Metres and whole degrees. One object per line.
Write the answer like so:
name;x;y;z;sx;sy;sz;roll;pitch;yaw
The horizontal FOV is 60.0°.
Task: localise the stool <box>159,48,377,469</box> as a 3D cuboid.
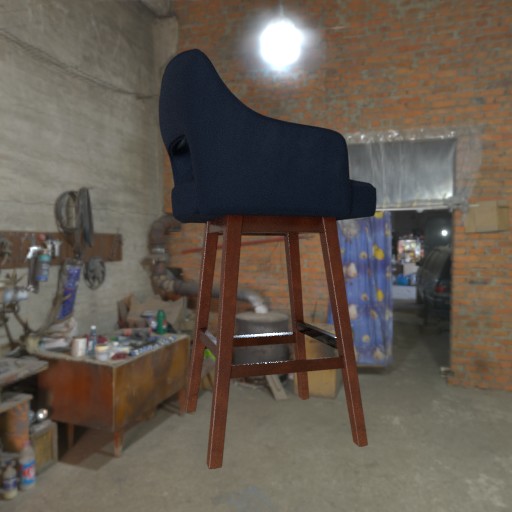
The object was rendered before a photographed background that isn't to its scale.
stool;0.000;0.000;1.331;0.560;1.041;0.550;0;1;-17
